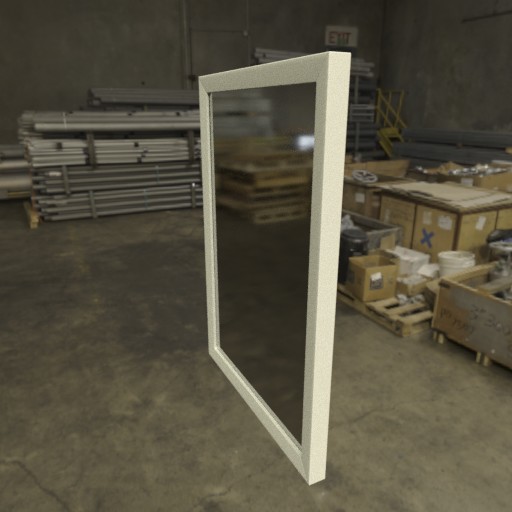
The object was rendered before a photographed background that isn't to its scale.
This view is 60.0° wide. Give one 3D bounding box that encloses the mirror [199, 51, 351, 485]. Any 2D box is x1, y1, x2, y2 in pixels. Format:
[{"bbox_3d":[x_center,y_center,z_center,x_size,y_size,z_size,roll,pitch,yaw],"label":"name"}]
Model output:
[{"bbox_3d":[0.000,0.000,0.907,0.040,0.710,0.507,-9,20,-25],"label":"mirror"}]
